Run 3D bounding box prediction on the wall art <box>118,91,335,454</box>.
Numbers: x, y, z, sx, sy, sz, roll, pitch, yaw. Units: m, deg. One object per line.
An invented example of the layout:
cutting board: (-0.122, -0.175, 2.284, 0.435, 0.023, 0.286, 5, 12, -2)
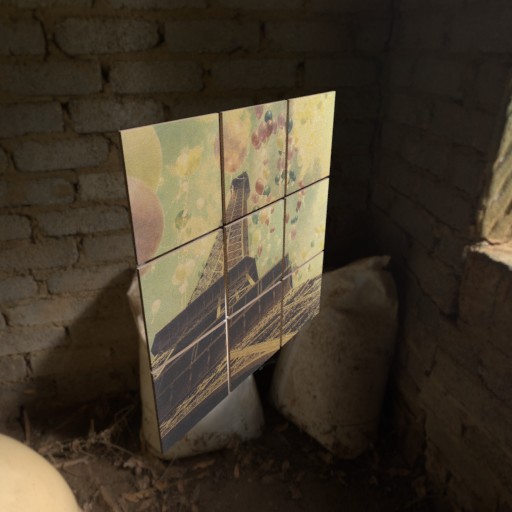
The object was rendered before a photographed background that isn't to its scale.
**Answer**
wall art: (0.000, 0.000, 1.881, 0.013, 1.218, 1.219, 18, 31, 32)
